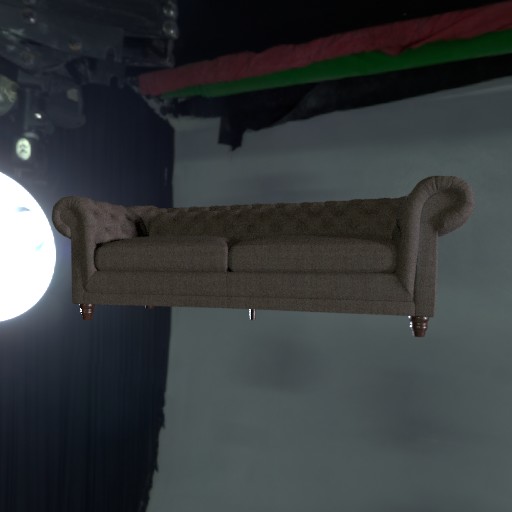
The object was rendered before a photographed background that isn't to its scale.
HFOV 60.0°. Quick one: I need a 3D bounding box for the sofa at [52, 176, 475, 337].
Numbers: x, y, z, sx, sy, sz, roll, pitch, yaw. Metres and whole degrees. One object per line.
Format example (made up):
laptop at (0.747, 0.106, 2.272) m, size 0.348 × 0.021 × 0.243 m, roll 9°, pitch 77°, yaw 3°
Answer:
sofa at (0.000, 0.000, 2.788) m, size 2.385 × 0.787 × 0.944 m, roll 0°, pitch -1°, yaw 19°
